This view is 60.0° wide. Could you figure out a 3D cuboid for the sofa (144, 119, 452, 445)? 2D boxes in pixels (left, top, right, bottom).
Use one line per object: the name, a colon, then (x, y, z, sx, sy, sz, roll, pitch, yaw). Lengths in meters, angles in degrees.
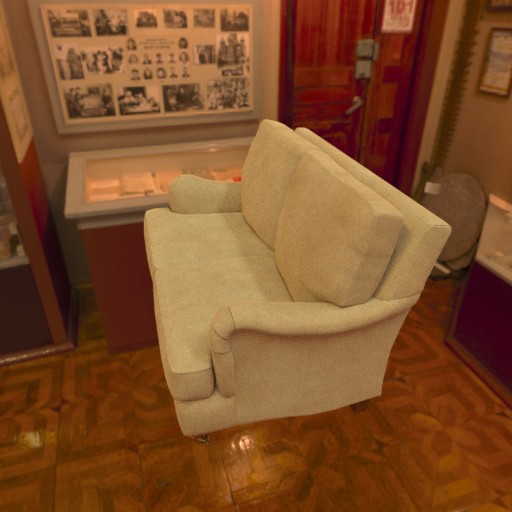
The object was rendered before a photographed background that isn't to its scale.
sofa: (0.000, 0.000, 2.290, 1.086, 1.087, 1.498, -8, 31, -14)
